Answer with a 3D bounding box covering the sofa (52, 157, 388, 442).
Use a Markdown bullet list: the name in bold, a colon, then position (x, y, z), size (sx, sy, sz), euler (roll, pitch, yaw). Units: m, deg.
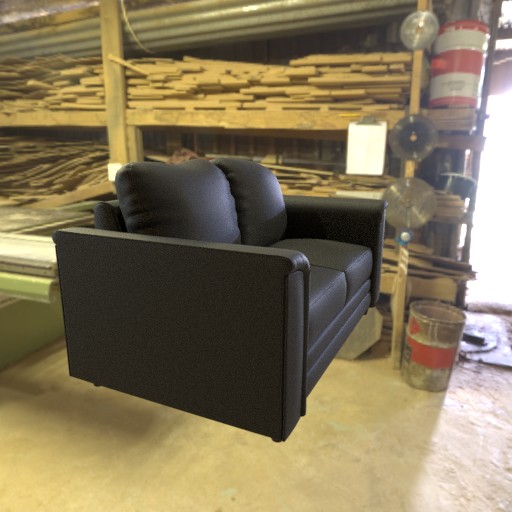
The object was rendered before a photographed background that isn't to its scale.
- **sofa**: position (0.000, 0.000, 1.969), size (0.887, 0.845, 1.386), euler (7, 15, 25)
